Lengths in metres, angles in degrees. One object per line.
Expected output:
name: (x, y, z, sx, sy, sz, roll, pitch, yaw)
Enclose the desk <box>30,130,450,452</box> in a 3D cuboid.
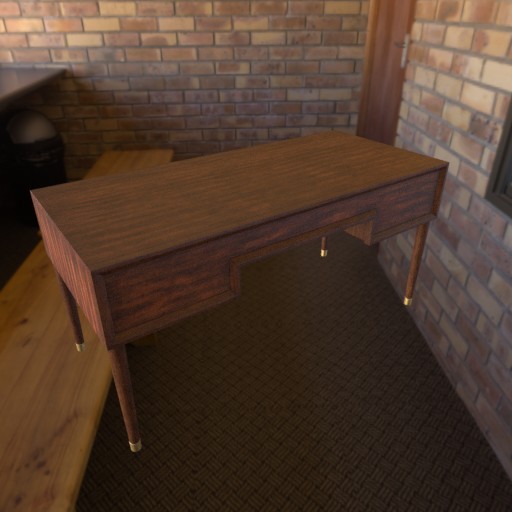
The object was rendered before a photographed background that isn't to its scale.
desk: (0.000, 0.000, 1.993, 1.575, 0.762, 0.724, -19, 35, -30)
